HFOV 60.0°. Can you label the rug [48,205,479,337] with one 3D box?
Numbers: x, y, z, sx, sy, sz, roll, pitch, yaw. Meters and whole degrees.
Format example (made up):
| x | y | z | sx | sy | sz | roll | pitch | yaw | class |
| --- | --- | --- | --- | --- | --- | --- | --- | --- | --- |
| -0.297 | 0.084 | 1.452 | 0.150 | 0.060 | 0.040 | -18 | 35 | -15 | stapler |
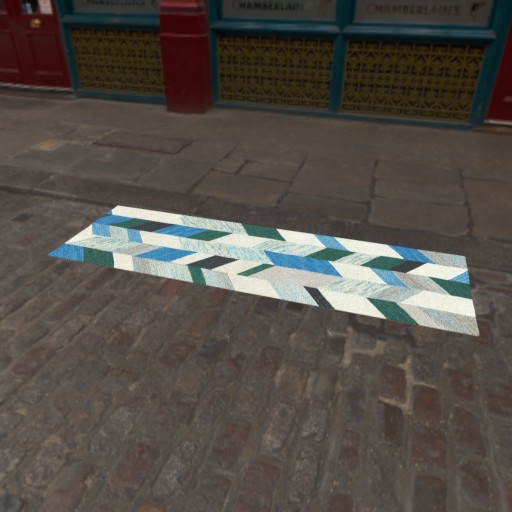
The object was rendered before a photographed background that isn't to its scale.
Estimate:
| x | y | z | sx | sy | sz | roll | pitch | yaw | class |
| --- | --- | --- | --- | --- | --- | --- | --- | --- | --- |
| 0.000 | 0.000 | 2.700 | 2.437 | 0.008 | 0.774 | 9 | 32 | 15 | rug |
